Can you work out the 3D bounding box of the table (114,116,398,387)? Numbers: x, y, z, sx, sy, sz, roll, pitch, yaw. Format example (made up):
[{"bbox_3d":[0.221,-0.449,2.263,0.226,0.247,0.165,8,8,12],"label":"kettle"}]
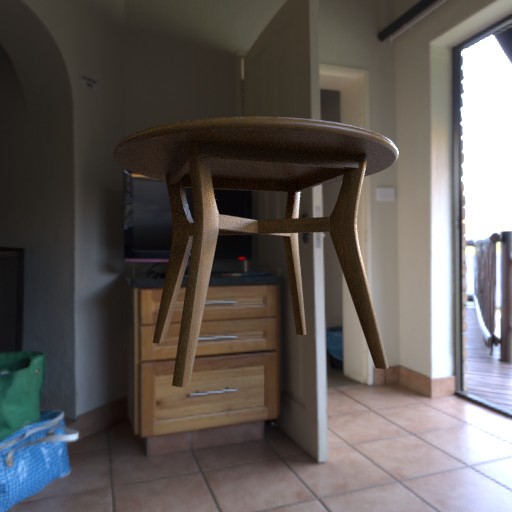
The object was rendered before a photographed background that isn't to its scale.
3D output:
[{"bbox_3d":[0.000,0.000,1.725,1.055,0.757,1.055,0,0,0],"label":"table"}]
